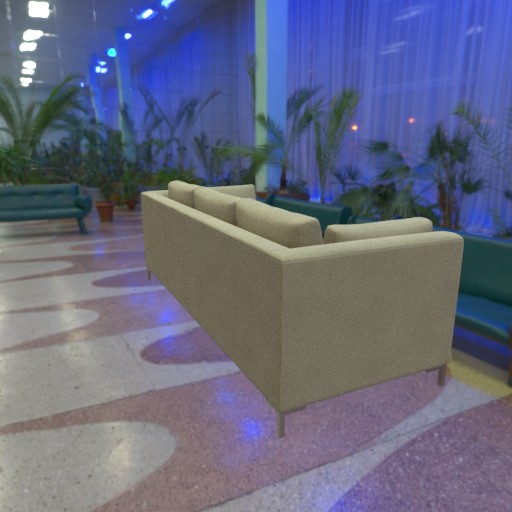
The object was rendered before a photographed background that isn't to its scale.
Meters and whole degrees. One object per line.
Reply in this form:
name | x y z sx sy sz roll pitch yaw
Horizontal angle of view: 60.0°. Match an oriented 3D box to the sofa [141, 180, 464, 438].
sofa | 0.000 0.000 2.921 0.969 0.867 2.415 -7 16 -25
